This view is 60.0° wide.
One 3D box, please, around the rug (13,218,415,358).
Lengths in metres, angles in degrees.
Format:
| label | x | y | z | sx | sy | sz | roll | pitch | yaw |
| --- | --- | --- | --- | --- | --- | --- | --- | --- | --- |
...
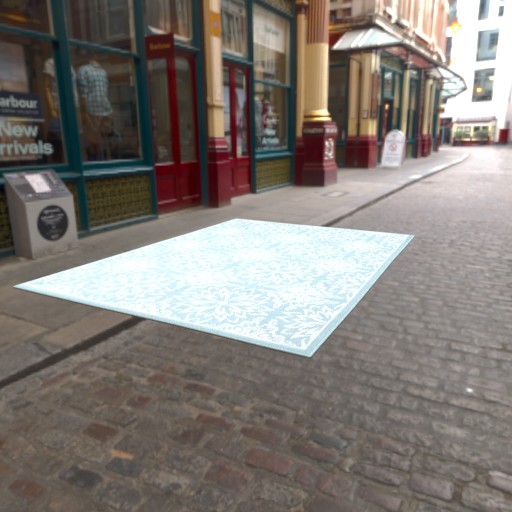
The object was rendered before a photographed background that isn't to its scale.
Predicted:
| label | x | y | z | sx | sy | sz | roll | pitch | yaw |
| --- | --- | --- | --- | --- | --- | --- | --- | --- | --- |
| rug | 0.000 | 0.000 | 2.799 | 1.589 | 0.014 | 2.205 | 8 | 17 | 27 |
